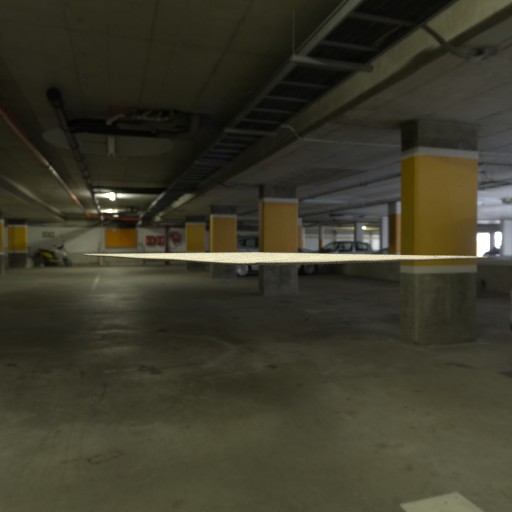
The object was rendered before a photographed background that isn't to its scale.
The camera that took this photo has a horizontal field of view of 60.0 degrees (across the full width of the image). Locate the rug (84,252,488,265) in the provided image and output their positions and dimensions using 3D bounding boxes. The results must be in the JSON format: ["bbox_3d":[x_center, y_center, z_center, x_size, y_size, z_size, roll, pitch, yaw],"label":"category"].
[{"bbox_3d":[0.000,0.000,4.401,2.436,0.026,3.381,-1,1,-36],"label":"rug"}]
